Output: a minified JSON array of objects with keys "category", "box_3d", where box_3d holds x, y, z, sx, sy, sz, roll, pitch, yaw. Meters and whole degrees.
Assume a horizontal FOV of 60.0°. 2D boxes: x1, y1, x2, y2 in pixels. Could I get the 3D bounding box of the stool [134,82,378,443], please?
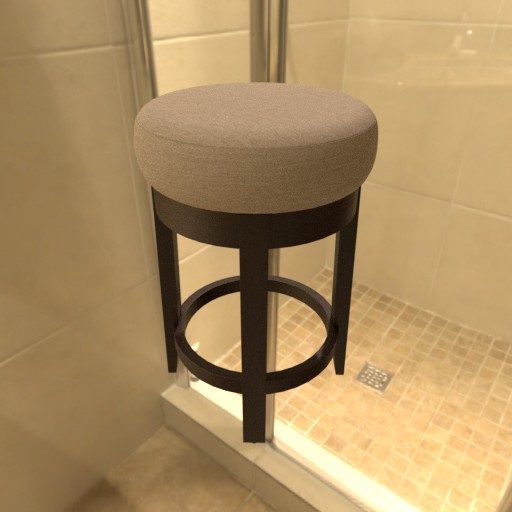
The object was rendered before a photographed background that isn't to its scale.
[{"category":"stool","box_3d":[0.000,0.000,0.962,0.443,0.672,0.443,0,31,0]}]
